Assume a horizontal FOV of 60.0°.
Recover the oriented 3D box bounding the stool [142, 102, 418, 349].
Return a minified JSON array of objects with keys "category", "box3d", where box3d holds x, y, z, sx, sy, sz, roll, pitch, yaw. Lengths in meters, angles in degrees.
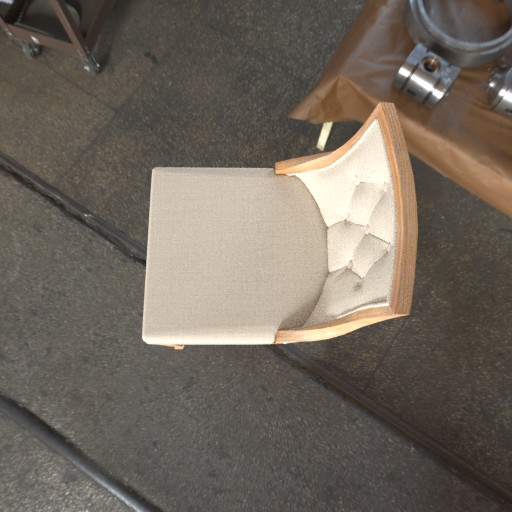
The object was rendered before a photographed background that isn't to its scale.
[{"category":"stool","box3d":[0.000,0.000,1.316,0.626,0.938,0.524,0,77,0]}]
